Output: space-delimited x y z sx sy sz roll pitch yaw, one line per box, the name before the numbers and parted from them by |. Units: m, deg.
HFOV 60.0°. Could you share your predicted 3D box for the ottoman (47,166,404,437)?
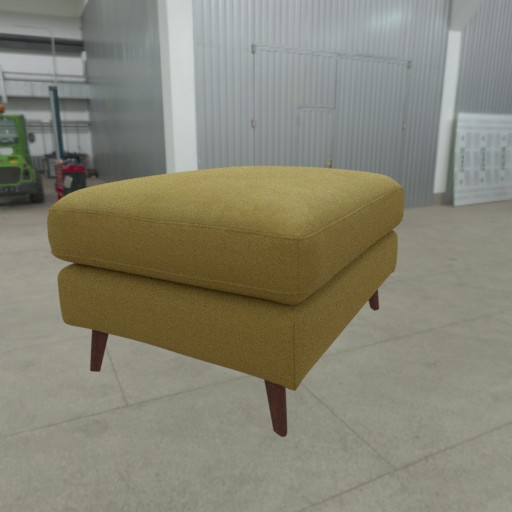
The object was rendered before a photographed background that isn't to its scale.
ottoman | 0.000 0.000 1.155 0.608 0.449 0.811 8 17 27
